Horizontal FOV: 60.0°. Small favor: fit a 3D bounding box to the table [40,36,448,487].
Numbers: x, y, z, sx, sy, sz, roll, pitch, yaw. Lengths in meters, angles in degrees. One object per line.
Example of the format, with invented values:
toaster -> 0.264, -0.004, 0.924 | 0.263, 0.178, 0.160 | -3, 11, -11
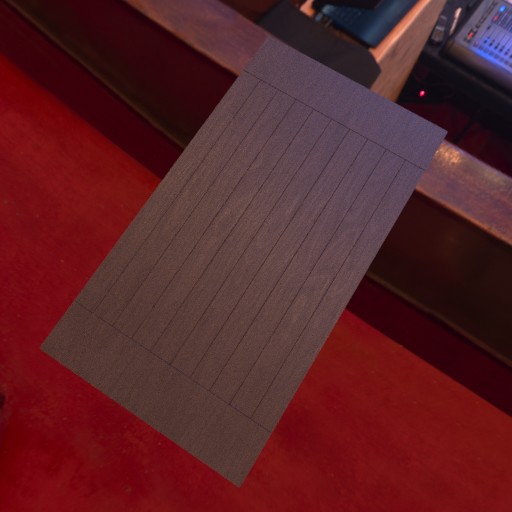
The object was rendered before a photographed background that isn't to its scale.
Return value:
table -> 0.000, 0.000, 1.394 | 0.600, 0.494, 1.062 | 32, 78, 7
